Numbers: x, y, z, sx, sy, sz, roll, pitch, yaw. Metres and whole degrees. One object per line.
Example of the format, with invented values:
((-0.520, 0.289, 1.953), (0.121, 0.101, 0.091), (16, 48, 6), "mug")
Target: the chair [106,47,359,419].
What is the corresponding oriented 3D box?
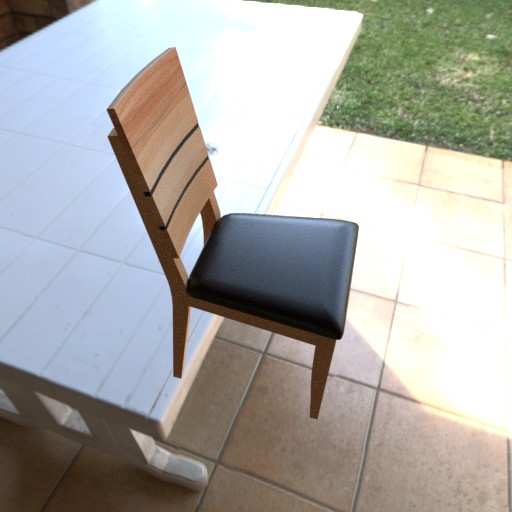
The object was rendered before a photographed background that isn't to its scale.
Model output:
((0.000, 0.000, 1.196), (0.520, 0.940, 0.410), (11, 47, 10), "chair")
